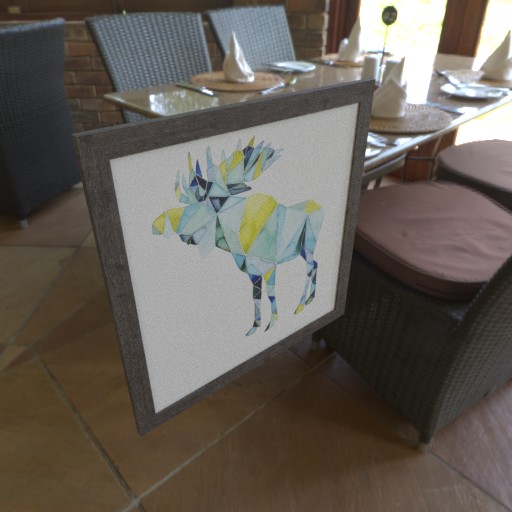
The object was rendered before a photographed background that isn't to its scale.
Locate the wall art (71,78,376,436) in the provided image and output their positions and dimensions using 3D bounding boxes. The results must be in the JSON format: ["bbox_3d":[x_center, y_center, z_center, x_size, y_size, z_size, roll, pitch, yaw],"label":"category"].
[{"bbox_3d":[0.000,0.000,0.674,0.457,0.457,0.013,-23,39,-32],"label":"wall art"}]
